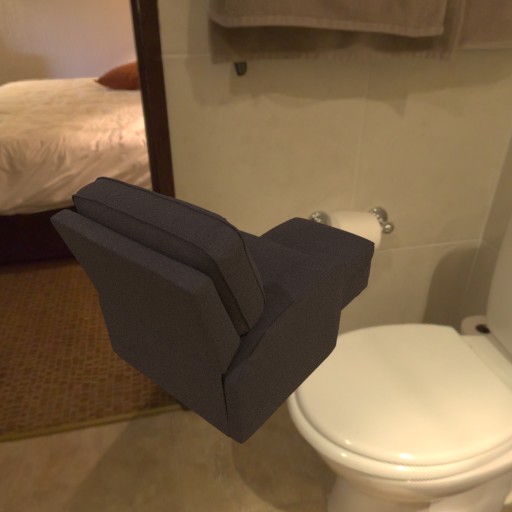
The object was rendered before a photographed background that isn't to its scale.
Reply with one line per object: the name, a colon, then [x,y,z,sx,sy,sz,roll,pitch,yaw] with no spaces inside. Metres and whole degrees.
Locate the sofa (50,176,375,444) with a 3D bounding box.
sofa: [0.000,0.000,2.075,0.861,0.959,1.472,22,37,33]
